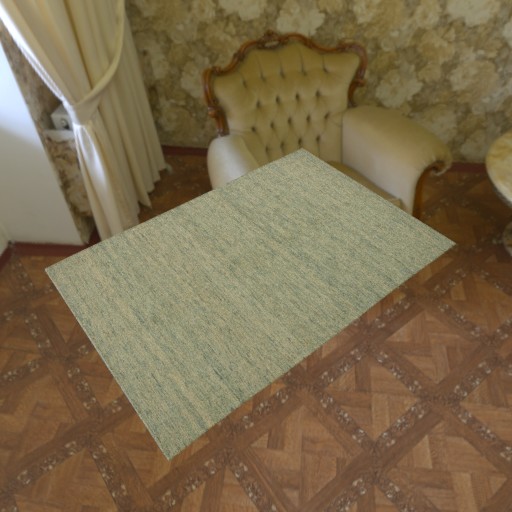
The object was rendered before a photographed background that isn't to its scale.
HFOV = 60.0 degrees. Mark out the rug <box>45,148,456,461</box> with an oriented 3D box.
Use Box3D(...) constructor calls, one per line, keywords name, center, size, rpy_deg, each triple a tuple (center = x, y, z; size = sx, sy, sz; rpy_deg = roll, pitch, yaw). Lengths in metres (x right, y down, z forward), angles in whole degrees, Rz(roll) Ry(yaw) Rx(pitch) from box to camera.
Box3D(name="rug", center=(0.000, 0.000, 2.958), size=(2.283, 0.013, 1.547), rpy_deg=(-30, 53, -26))
